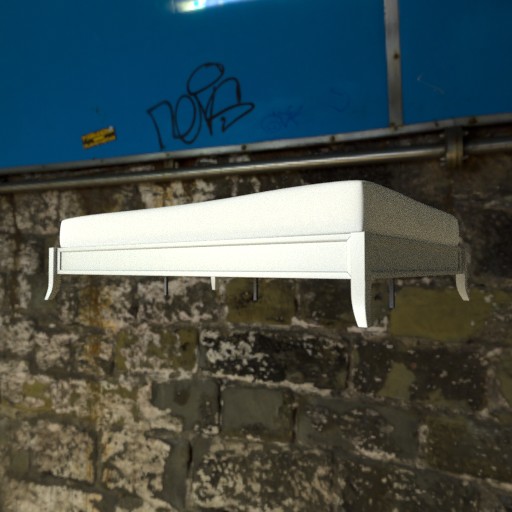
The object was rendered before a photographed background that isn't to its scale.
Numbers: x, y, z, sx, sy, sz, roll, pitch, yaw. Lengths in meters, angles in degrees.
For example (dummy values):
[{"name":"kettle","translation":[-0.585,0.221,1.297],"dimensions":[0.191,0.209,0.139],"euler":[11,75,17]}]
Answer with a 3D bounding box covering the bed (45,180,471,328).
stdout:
[{"name":"bed","translation":[0.000,0.000,2.567],"dimensions":[1.985,0.510,1.460],"euler":[-1,-2,37]}]
